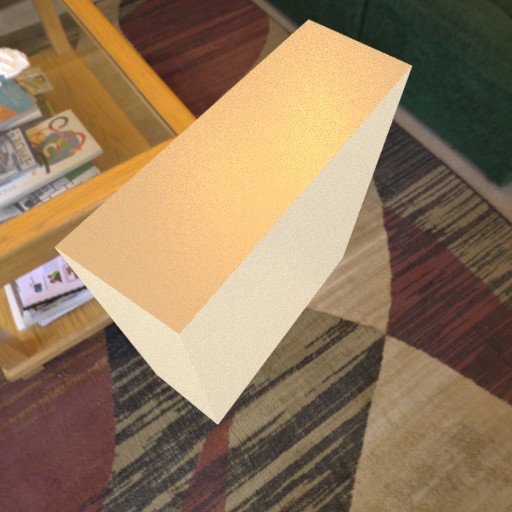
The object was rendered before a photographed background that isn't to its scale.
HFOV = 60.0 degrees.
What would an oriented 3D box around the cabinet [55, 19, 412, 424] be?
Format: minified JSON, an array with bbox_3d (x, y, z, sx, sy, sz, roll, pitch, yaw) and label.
[{"bbox_3d":[0.000,0.000,1.603,0.348,1.150,0.990,33,66,17],"label":"cabinet"}]
